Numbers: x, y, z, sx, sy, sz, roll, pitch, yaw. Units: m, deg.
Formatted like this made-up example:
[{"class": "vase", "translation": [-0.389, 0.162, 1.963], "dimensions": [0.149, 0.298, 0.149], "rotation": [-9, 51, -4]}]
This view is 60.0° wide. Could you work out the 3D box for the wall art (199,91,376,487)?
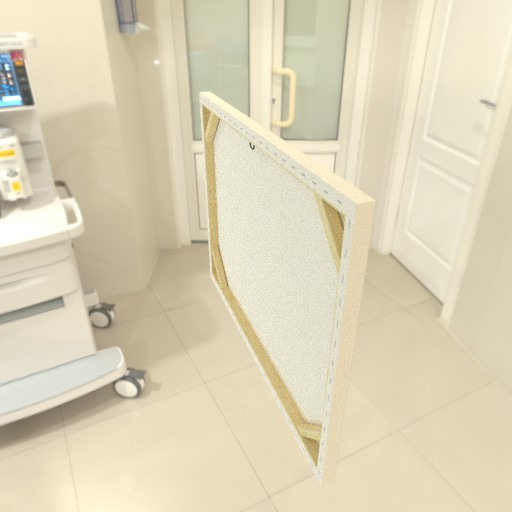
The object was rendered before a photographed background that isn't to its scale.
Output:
[{"class": "wall art", "translation": [0.000, 0.000, 1.321], "dimensions": [0.038, 0.762, 1.016], "rotation": [-11, 32, -18]}]
